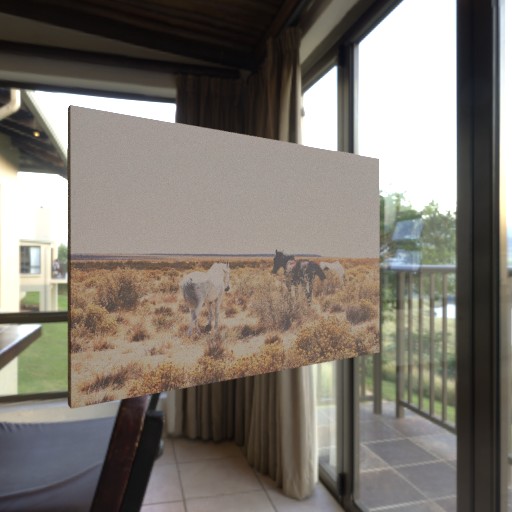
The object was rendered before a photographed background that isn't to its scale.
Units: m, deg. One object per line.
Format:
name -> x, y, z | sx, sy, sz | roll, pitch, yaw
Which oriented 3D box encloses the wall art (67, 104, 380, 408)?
wall art -> 0.000, 0.000, 1.919 | 1.520, 1.016, 0.051 | 0, 0, -34
